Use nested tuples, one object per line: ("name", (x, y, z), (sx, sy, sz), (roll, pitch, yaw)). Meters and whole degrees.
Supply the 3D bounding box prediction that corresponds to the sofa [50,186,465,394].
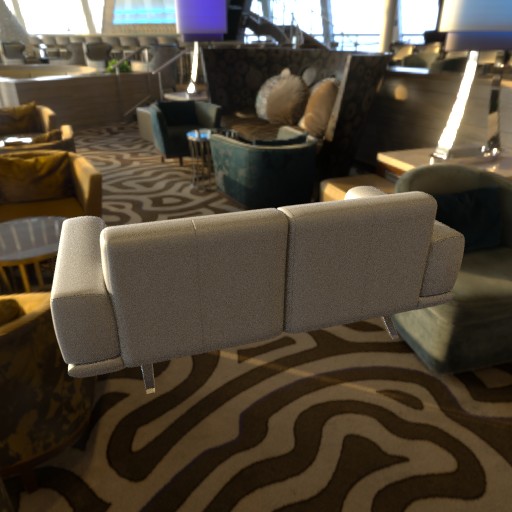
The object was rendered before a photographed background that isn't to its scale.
("sofa", (0.000, 0.000, 2.331), (1.901, 0.772, 0.900), (-8, 28, -16))
